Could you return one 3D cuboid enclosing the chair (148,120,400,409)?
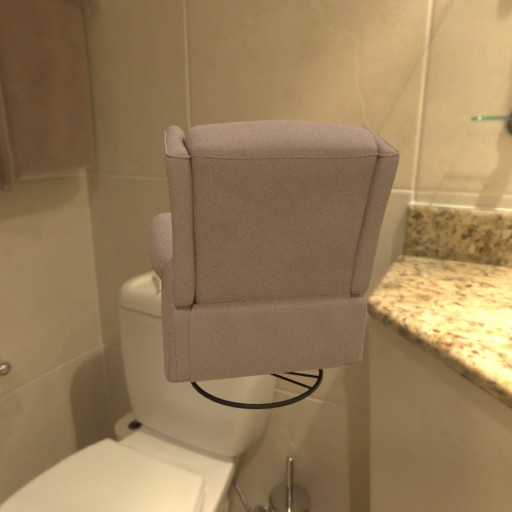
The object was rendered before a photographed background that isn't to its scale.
[{"bbox_3d":[0.000,0.000,1.770,0.847,1.011,0.969,-3,15,-11],"label":"chair"}]
